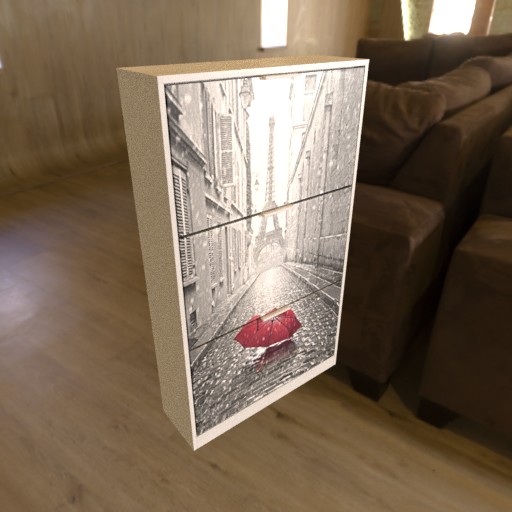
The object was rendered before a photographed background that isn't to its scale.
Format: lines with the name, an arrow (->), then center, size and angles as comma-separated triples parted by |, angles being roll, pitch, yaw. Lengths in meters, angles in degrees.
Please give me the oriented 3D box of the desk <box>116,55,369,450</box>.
desk -> 0.000, 0.000, 1.600 | 0.750, 1.280, 0.250 | -20, 34, -33
